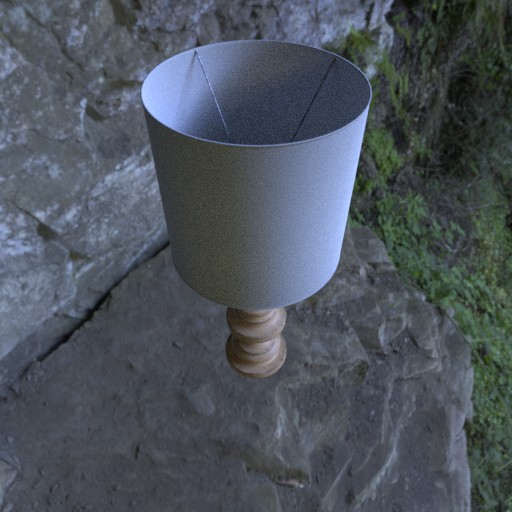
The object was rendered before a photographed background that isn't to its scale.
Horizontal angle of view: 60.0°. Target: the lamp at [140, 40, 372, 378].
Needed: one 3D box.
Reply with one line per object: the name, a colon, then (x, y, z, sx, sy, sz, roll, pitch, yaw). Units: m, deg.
lamp: (0.000, 0.000, 0.569, 0.208, 0.455, 0.208, 24, 51, 21)
